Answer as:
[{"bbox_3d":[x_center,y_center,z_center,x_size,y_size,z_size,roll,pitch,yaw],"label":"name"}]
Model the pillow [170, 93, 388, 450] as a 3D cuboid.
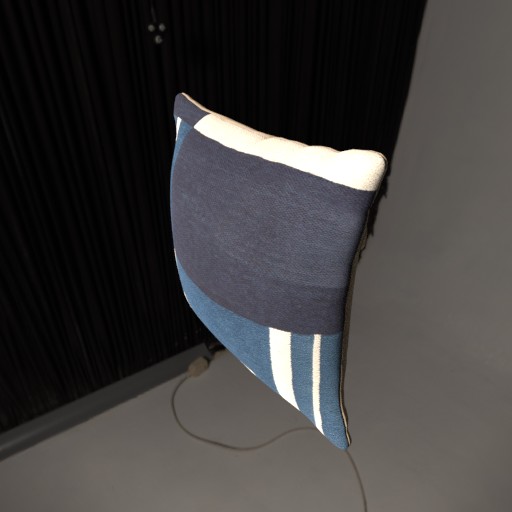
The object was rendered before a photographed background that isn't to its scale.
[{"bbox_3d":[0.000,0.000,0.804,0.229,0.506,0.536,-20,37,-30],"label":"pillow"}]
